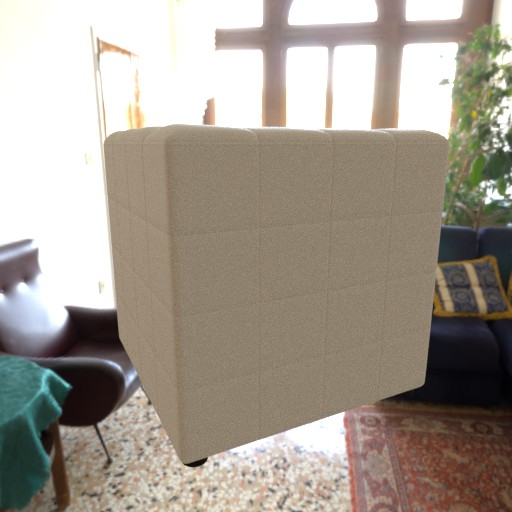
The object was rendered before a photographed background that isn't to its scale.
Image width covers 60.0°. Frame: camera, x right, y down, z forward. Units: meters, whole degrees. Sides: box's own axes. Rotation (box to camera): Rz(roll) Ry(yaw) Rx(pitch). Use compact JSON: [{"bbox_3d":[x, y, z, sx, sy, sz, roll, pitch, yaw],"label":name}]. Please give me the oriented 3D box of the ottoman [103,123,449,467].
[{"bbox_3d":[0.000,0.000,0.782,0.425,0.432,0.425,-7,16,-26],"label":"ottoman"}]
